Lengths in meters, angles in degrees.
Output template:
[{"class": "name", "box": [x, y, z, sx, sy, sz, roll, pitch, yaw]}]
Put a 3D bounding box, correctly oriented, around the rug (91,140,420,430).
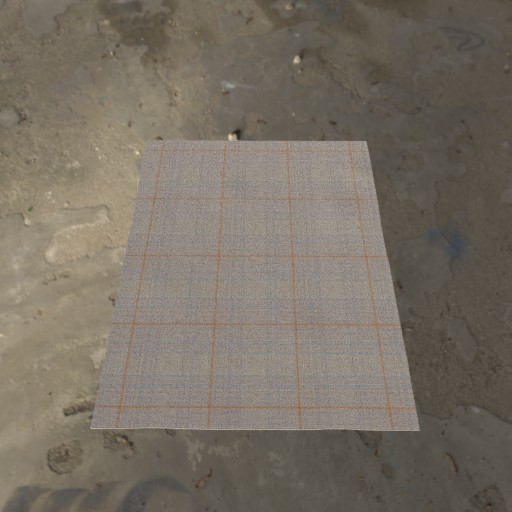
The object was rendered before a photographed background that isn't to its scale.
[{"class": "rug", "box": [0.000, 0.000, 4.102, 2.448, 0.021, 3.051, 0, 57, 0]}]
